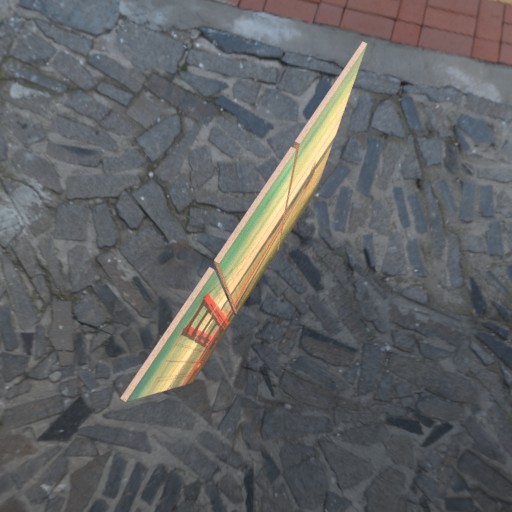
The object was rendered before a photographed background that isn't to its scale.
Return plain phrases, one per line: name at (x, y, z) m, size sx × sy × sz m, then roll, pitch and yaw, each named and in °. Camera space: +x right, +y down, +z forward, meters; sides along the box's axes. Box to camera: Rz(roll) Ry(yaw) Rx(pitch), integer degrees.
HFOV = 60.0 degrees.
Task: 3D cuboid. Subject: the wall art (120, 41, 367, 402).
wall art at (0.000, 0.000, 1.796) m, size 0.016 × 1.207 × 1.217 m, roll 32°, pitch 78°, yaw 7°
